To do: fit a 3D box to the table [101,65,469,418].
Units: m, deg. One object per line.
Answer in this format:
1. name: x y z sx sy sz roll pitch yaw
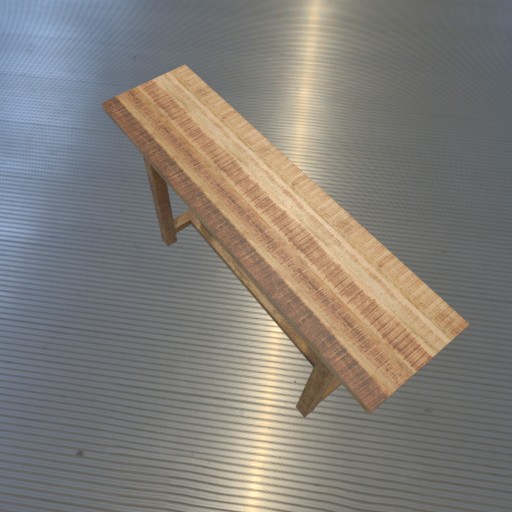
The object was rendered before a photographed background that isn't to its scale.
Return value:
1. table: 0.000 0.000 1.894 0.405 0.810 1.524 -34 64 -18
